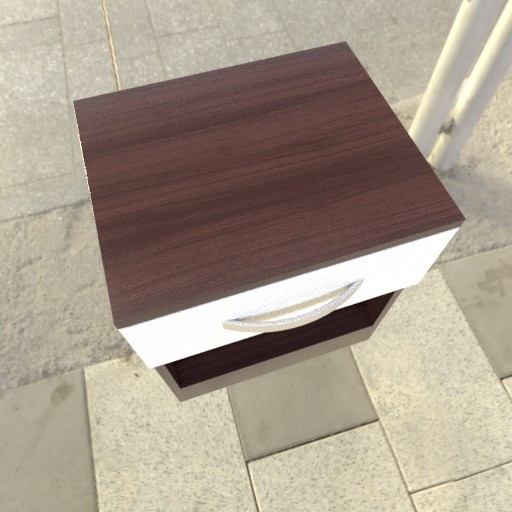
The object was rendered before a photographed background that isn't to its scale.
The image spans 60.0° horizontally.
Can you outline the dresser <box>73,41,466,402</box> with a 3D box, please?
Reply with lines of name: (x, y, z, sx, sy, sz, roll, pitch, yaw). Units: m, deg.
dresser: (0.000, 0.000, 0.748, 0.400, 0.470, 0.360, -16, 62, -9)
